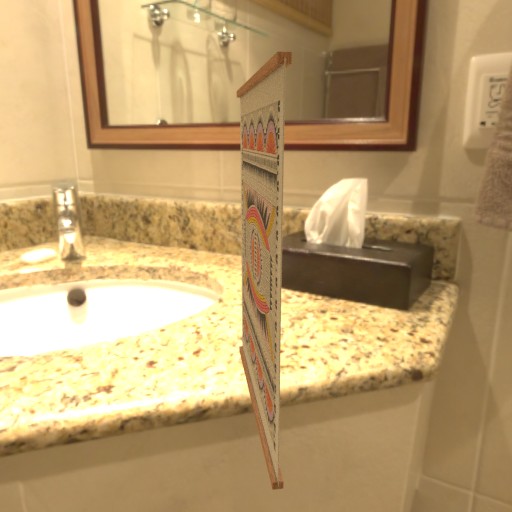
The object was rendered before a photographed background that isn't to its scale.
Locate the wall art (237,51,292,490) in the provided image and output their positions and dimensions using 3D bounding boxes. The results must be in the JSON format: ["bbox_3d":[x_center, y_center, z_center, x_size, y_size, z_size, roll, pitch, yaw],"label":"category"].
[{"bbox_3d":[0.000,0.000,1.349,0.028,1.016,0.765,-2,15,-8],"label":"wall art"}]
